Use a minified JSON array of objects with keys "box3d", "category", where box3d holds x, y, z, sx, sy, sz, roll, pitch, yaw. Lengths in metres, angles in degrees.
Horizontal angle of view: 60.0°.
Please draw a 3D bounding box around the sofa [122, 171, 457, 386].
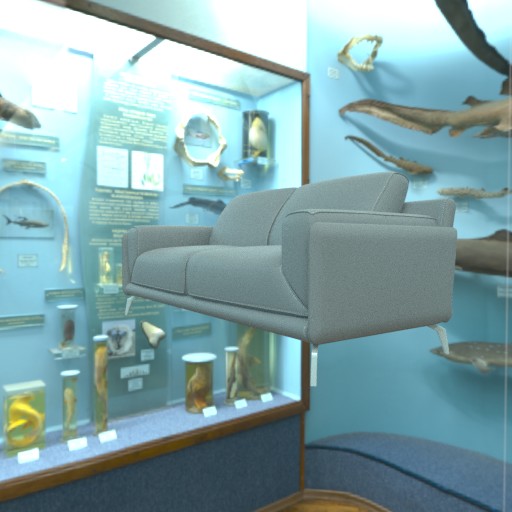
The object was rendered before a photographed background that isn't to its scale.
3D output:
[{"box3d":[0.000,0.000,2.687,0.969,0.900,2.100,-1,2,-35],"category":"sofa"}]
